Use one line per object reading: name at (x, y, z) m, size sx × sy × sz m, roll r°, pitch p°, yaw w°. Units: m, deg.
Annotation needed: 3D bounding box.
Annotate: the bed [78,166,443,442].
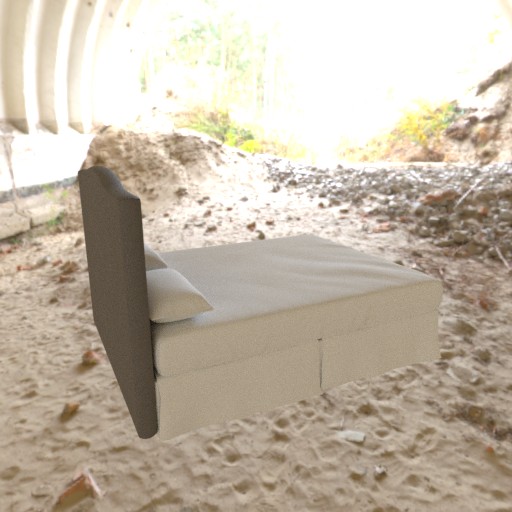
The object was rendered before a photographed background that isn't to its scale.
bed at (0.000, 0.000, 3.424) m, size 2.282 × 1.436 × 1.821 m, roll -8°, pitch 18°, yaw -26°
